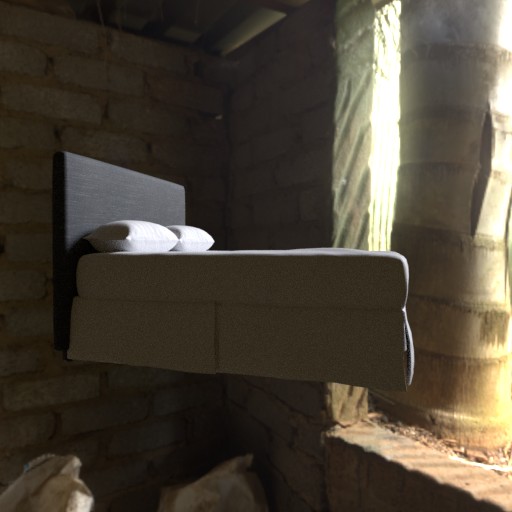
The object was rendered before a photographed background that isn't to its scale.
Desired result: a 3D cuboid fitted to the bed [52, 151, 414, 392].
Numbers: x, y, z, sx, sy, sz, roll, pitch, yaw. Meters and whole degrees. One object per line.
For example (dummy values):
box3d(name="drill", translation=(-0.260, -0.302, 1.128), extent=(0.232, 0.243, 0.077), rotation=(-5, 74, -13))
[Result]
box3d(name="bed", translation=(0.000, 0.000, 3.232), extent=(2.142, 1.330, 1.723), rotation=(0, 1, 17))
